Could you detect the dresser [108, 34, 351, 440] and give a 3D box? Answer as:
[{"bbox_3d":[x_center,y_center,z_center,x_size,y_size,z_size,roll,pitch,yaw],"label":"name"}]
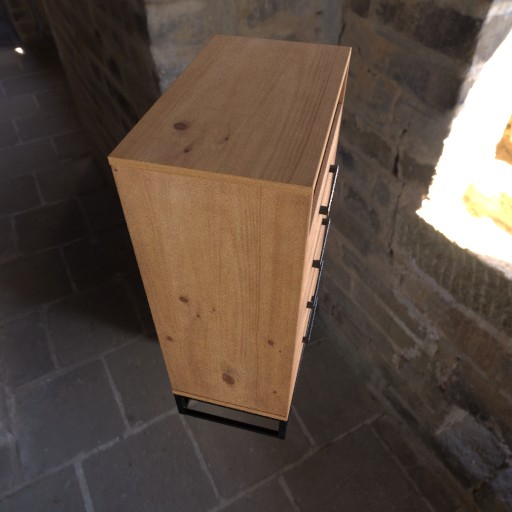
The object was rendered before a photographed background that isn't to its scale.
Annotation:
[{"bbox_3d":[0.000,0.000,1.617,0.479,1.240,0.761,10,46,10],"label":"dresser"}]
